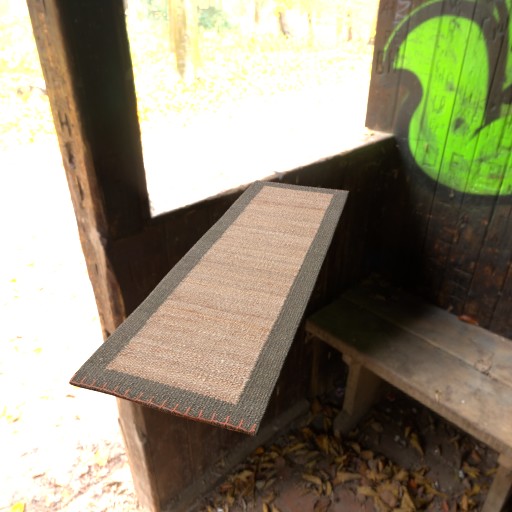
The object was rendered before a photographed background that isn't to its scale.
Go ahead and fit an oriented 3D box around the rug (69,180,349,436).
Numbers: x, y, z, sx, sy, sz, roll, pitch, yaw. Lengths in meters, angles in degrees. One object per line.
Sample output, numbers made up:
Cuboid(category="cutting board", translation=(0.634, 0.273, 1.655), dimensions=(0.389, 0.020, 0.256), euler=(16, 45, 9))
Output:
Cuboid(category="rug", translation=(0.000, 0.000, 2.661), dimensions=(0.810, 0.016, 2.413), euler=(10, 32, 16))
